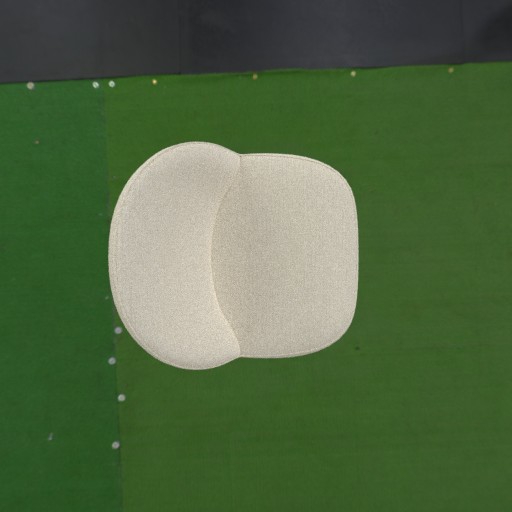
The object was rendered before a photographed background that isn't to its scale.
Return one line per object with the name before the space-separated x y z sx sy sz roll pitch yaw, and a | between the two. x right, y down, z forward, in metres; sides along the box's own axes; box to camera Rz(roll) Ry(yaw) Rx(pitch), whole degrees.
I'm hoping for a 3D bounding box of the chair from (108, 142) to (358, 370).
chair | 0.000 0.000 1.182 0.540 0.838 0.532 0 90 -1
